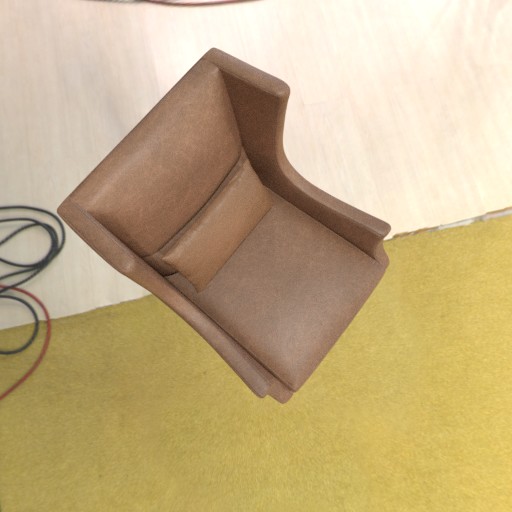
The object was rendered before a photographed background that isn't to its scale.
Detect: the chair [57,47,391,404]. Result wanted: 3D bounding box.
[{"bbox_3d":[0.000,0.000,1.744,0.913,1.088,0.815,38,79,9],"label":"chair"}]
